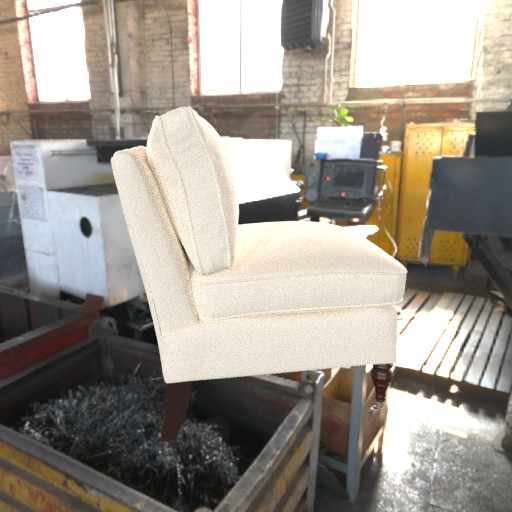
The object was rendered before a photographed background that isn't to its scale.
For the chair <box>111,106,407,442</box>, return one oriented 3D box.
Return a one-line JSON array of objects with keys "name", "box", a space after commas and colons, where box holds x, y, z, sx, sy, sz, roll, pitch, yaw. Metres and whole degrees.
[{"name": "chair", "box": [0.000, 0.000, 1.436, 0.781, 0.887, 0.630, -2, 15, -9]}]
